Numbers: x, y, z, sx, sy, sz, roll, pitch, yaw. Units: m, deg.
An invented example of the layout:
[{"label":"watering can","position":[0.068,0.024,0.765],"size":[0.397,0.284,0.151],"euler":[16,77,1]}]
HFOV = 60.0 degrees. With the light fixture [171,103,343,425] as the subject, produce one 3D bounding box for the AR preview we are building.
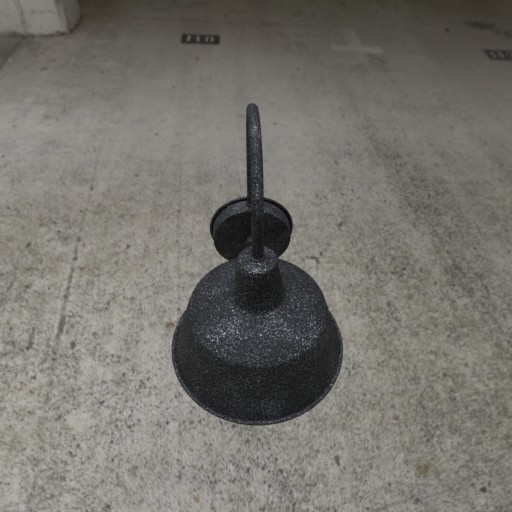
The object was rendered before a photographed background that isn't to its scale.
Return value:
[{"label":"light fixture","position":[0.000,0.000,0.497],"size":[0.216,0.300,0.283],"euler":[-2,47,-2]}]
